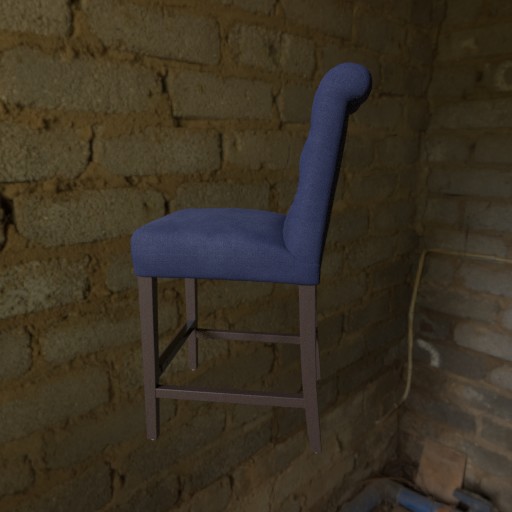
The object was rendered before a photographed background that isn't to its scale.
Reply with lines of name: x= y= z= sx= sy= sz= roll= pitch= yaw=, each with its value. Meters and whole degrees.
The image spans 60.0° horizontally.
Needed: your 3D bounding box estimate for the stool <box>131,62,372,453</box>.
stool: x=0.000 y=0.000 z=1.348 sx=0.601 sy=1.010 sz=0.493 roll=2 pitch=13 yaw=8
